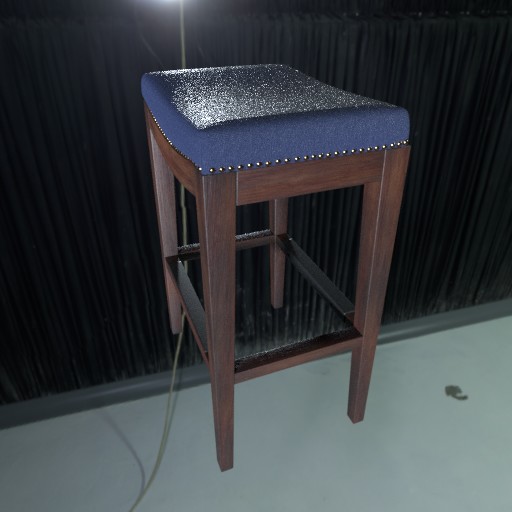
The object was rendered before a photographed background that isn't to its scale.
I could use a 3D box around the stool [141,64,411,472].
[{"bbox_3d":[0.000,0.000,1.010,0.358,0.740,0.498,-12,34,-18],"label":"stool"}]
